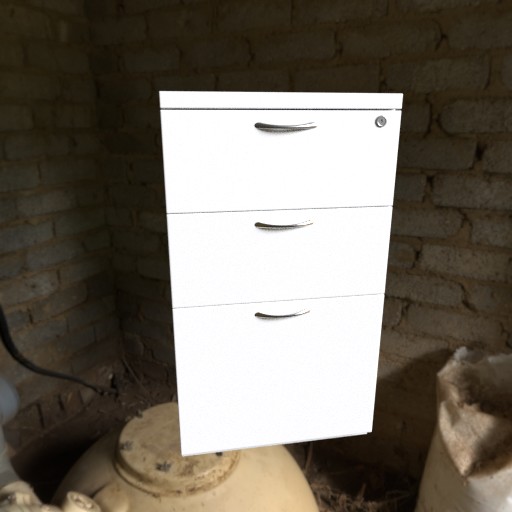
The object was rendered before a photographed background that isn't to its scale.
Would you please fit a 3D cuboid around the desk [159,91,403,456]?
[{"bbox_3d":[0.000,0.000,1.095,0.404,0.730,0.600,-3,18,-9],"label":"desk"}]
